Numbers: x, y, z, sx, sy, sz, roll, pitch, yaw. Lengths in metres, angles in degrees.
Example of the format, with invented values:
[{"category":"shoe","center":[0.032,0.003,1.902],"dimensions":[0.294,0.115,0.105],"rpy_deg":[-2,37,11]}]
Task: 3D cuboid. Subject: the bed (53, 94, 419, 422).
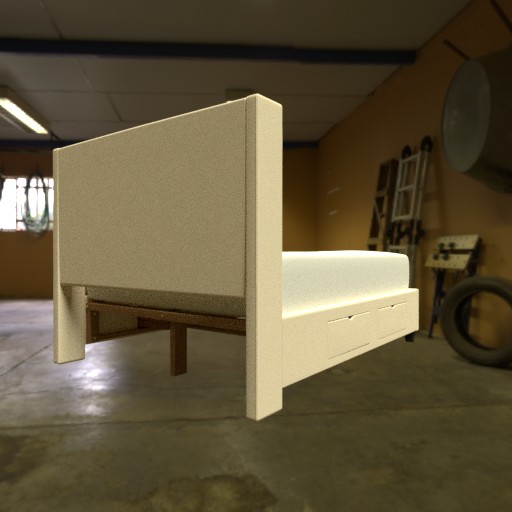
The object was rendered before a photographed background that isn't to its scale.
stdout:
[{"category":"bed","center":[0.000,0.000,3.404],"dimensions":[1.765,1.471,2.280],"rpy_deg":[0,0,37]}]
